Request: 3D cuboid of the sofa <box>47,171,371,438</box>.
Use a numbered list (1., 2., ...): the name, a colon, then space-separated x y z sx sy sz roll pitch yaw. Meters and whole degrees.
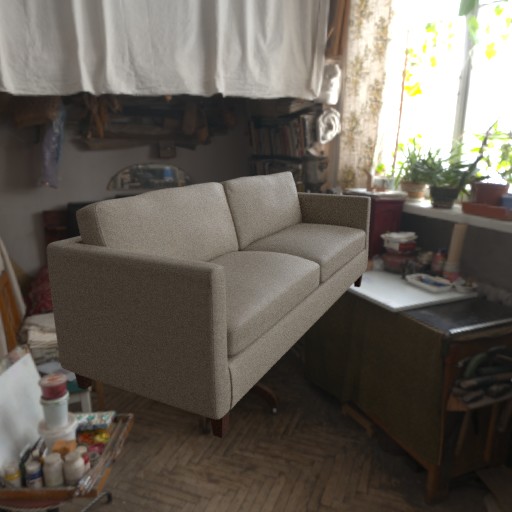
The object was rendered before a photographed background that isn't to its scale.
1. sofa: 0.000 0.000 2.910 0.951 0.965 2.434 8 17 26
